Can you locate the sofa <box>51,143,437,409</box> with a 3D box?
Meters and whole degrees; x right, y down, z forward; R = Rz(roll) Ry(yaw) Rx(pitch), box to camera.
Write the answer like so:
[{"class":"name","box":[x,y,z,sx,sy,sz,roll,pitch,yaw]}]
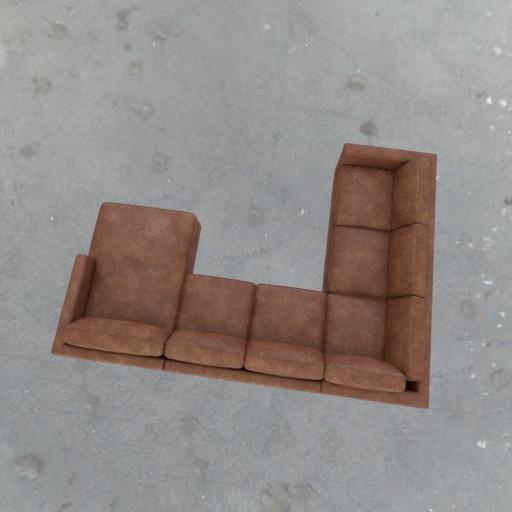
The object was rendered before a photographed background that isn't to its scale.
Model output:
[{"class":"sofa","box":[0.000,0.000,4.450,3.324,0.888,2.452,8,74,2]}]
